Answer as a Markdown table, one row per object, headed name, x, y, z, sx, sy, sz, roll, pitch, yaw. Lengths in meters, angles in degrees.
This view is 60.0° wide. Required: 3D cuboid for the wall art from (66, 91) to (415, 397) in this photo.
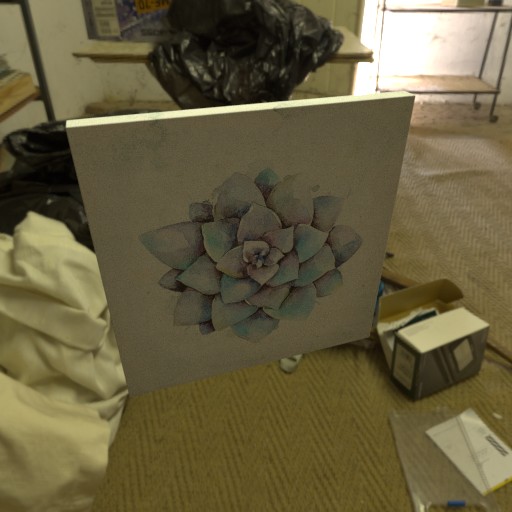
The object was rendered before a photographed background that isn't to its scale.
| name | x | y | z | sx | sy | sz | roll | pitch | yaw |
| --- | --- | --- | --- | --- | --- | --- | --- | --- | --- |
| wall art | 0.000 | 0.000 | 0.925 | 0.612 | 0.612 | 0.040 | -10 | 35 | -15 |
